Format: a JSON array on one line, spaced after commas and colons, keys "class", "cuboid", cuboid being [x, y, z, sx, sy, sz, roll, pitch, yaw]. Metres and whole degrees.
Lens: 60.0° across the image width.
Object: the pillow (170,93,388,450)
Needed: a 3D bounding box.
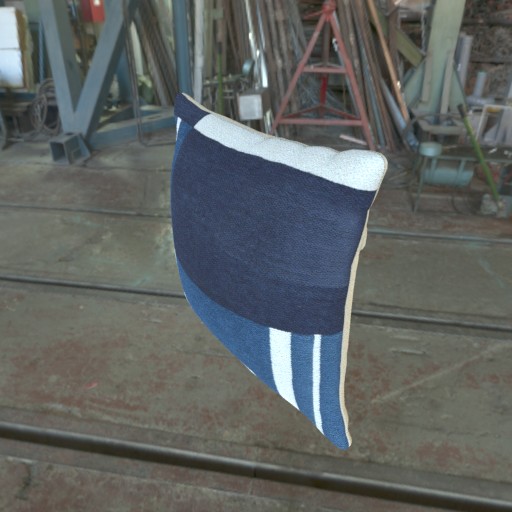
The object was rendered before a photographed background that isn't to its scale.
[{"class": "pillow", "cuboid": [0.000, 0.000, 0.804, 0.229, 0.506, 0.536, -20, 37, -30]}]
